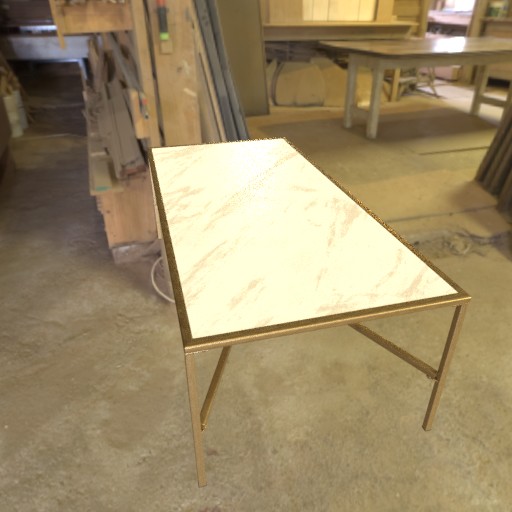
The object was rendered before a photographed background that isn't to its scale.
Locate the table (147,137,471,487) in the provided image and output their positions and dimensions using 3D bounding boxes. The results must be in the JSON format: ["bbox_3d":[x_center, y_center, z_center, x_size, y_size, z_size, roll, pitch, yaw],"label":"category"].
[{"bbox_3d":[0.000,0.000,1.424,0.577,0.405,1.197,-8,31,-13],"label":"table"}]
